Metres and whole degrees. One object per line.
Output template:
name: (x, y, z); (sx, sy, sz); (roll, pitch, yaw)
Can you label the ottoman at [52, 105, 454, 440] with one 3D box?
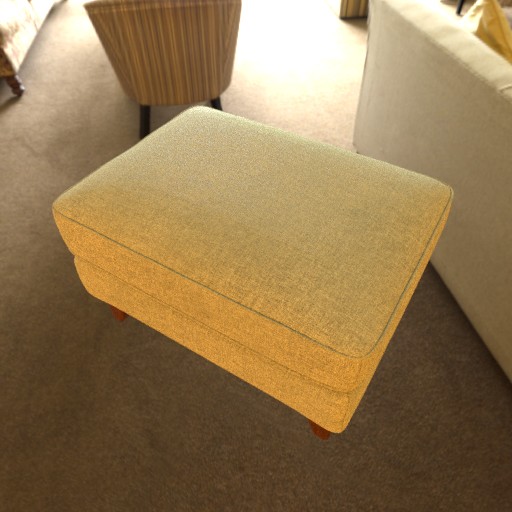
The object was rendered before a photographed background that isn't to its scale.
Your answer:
ottoman: (0.000, 0.000, 1.306); (0.889, 0.561, 0.661); (24, 50, 22)
